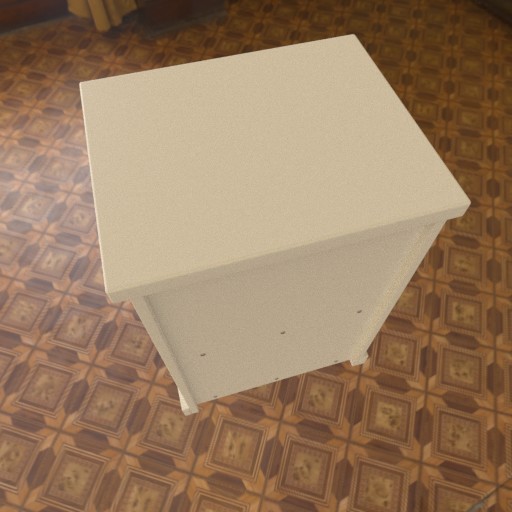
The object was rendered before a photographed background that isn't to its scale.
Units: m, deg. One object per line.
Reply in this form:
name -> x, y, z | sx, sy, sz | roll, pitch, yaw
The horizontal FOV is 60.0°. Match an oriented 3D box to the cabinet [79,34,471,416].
cabinet -> 0.000, 0.000, 1.011 | 0.520, 0.723, 0.431 | -14, 59, -8
